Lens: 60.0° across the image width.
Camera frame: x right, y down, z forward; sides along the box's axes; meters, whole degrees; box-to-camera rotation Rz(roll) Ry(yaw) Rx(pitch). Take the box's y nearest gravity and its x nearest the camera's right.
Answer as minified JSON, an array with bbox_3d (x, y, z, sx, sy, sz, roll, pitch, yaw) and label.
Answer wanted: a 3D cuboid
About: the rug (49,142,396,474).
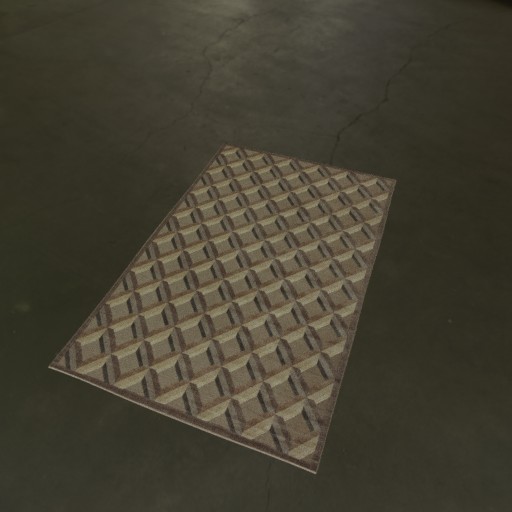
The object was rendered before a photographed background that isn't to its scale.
[{"bbox_3d":[0.000,0.000,2.101,1.066,0.011,1.677,16,49,14],"label":"rug"}]
